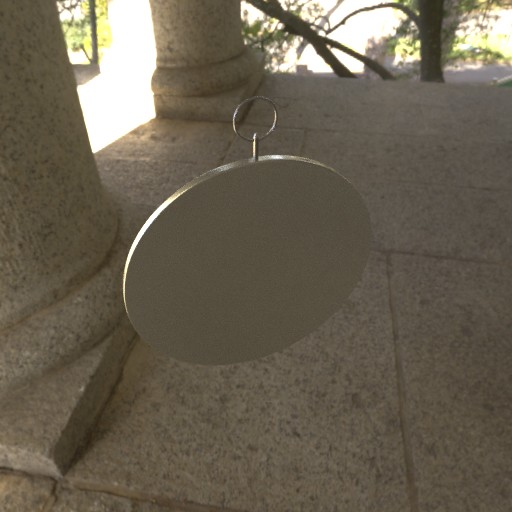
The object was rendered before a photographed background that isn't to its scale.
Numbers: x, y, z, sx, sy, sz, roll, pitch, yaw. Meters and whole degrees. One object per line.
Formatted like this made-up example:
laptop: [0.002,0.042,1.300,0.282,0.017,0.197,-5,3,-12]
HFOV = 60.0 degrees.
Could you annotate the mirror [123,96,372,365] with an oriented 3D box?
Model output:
mirror: [0.000,0.000,0.993,0.594,0.713,0.020,-13,41,-15]
